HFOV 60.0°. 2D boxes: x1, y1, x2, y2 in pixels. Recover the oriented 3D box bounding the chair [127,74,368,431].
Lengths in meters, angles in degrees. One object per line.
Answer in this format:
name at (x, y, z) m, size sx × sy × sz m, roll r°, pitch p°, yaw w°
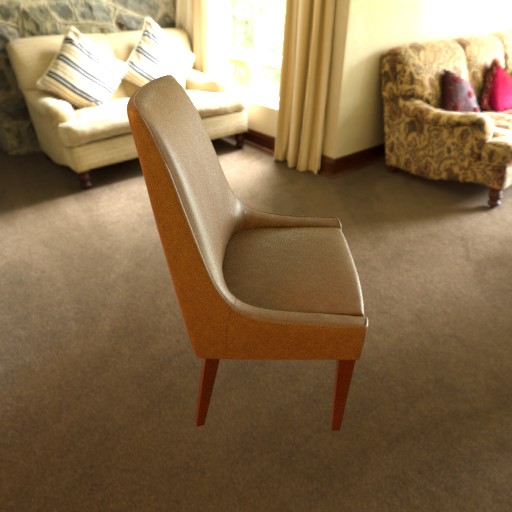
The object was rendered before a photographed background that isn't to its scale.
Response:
chair at (0.000, 0.000, 1.193) m, size 0.544 × 0.861 × 0.529 m, roll 1°, pitch 33°, yaw 1°
